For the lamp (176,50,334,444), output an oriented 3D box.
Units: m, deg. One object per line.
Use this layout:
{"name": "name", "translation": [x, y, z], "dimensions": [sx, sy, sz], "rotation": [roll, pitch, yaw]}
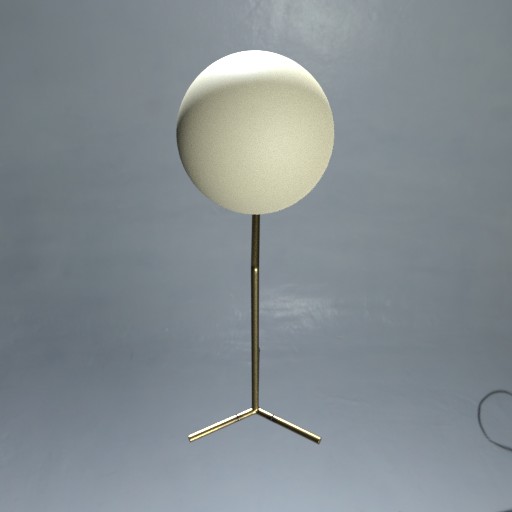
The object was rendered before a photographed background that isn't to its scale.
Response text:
{"name": "lamp", "translation": [0.000, 0.000, 0.649], "dimensions": [0.210, 0.552, 0.251], "rotation": [1, 30, 1]}
